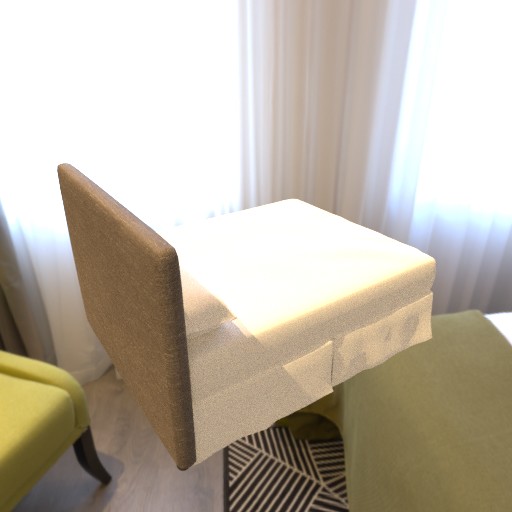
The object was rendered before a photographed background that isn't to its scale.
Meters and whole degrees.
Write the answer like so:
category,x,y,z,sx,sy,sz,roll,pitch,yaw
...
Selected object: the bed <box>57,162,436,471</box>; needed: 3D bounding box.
category,x,y,z,sx,sy,sz,roll,pitch,yaw
bed,0.000,0.000,3.154,2.142,1.330,1.723,-17,31,-31
